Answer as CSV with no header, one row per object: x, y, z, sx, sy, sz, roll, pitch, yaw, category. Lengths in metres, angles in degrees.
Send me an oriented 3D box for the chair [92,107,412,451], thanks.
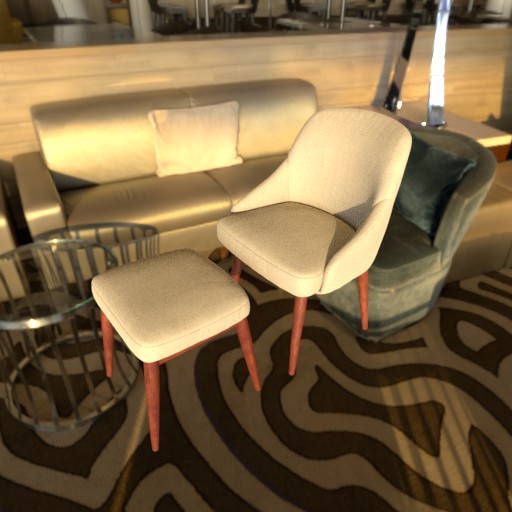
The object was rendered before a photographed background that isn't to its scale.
0.000,0.000,1.607,1.114,0.866,0.584,-21,38,-31,chair
